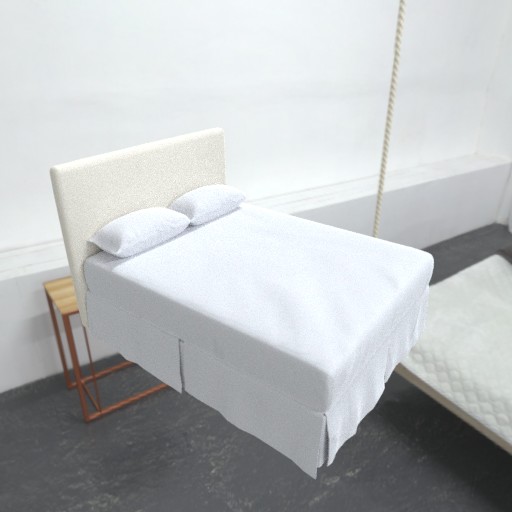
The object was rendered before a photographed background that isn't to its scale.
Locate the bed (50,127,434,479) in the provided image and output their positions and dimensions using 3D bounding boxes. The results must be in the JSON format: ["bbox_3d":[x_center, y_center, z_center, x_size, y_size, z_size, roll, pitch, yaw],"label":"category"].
[{"bbox_3d":[0.000,0.000,3.158,2.142,1.330,1.713,19,32,32],"label":"bed"}]
